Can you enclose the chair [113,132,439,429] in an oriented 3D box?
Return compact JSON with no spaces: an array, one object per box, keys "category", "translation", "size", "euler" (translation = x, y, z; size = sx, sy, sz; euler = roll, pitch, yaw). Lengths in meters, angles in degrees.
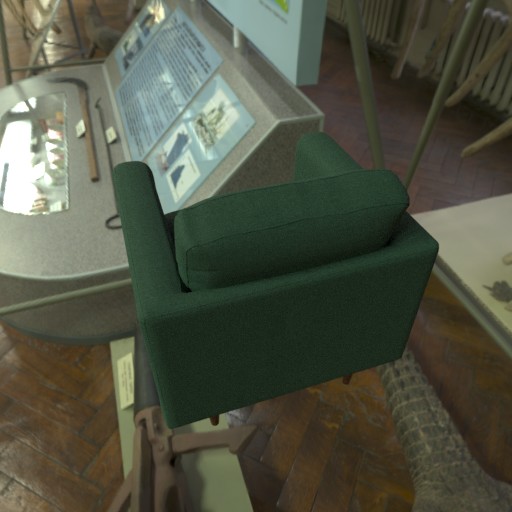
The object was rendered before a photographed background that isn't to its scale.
[{"category":"chair","translation":[0.000,0.000,1.573],"size":[0.855,0.927,0.800],"euler":[-13,43,-14]}]
